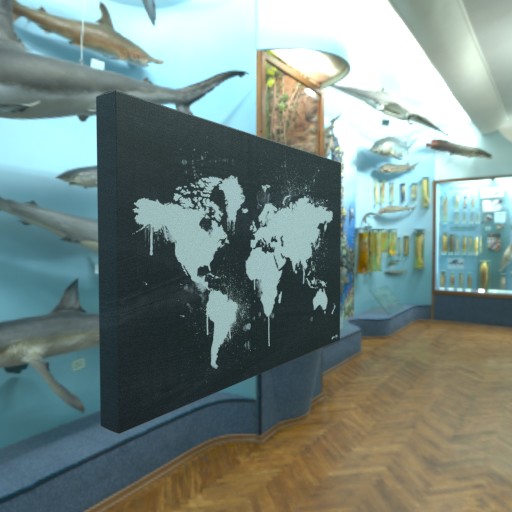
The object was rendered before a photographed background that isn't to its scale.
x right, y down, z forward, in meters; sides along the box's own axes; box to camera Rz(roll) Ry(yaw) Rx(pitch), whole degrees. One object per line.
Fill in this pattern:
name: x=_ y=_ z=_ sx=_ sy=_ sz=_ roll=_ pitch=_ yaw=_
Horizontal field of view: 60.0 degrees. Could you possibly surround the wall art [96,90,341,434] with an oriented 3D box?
wall art: x=0.000 y=0.000 z=0.780 sx=0.038 sy=0.409 sz=0.610 roll=2 pitch=3 yaw=36
